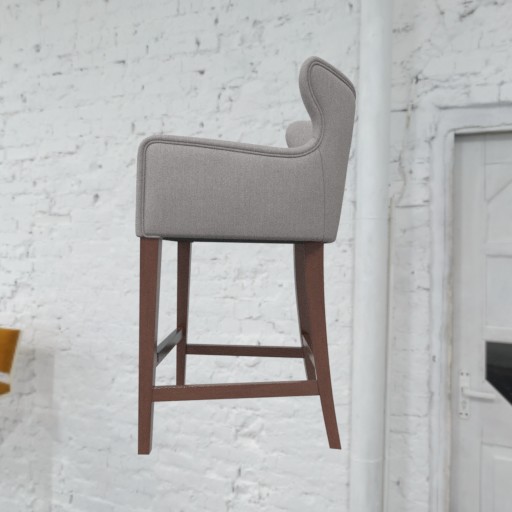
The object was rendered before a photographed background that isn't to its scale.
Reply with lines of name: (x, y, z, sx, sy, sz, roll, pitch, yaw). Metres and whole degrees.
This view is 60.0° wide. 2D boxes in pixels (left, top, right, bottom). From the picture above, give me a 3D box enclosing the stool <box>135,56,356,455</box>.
stool: (0.000, 0.000, 1.321, 0.575, 0.951, 0.575, 0, 1, 0)
